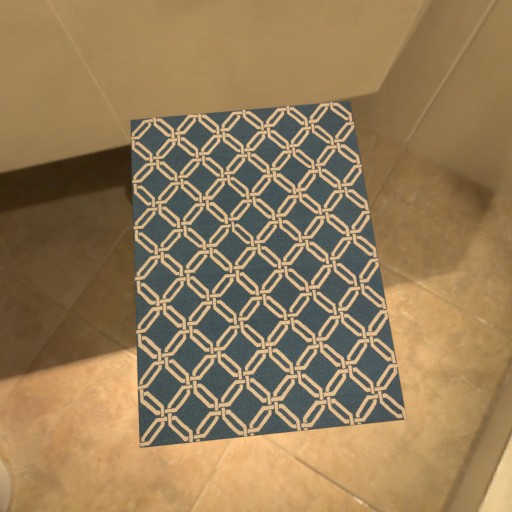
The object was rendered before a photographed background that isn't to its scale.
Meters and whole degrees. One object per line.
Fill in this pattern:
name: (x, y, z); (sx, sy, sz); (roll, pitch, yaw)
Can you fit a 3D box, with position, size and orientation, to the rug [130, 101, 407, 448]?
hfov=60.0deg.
rug: (0.000, 0.000, 4.440); (2.432, 0.018, 3.342); (-5, 75, -2)
